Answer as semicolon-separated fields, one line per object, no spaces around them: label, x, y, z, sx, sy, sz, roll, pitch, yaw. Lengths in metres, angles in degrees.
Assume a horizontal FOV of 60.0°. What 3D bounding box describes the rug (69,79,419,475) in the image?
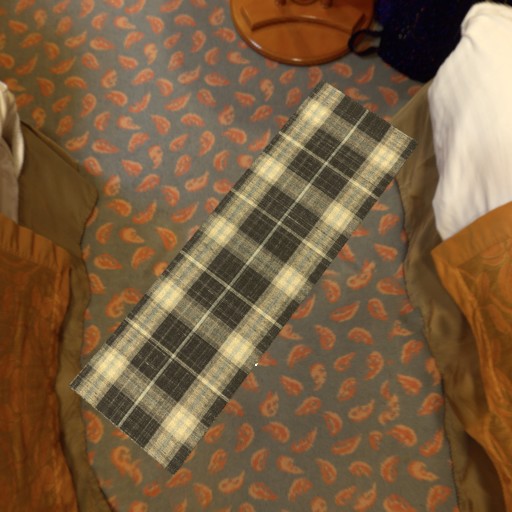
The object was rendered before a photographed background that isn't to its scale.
rug;0.000;0.000;2.629;0.760;0.012;2.434;36;79;8
